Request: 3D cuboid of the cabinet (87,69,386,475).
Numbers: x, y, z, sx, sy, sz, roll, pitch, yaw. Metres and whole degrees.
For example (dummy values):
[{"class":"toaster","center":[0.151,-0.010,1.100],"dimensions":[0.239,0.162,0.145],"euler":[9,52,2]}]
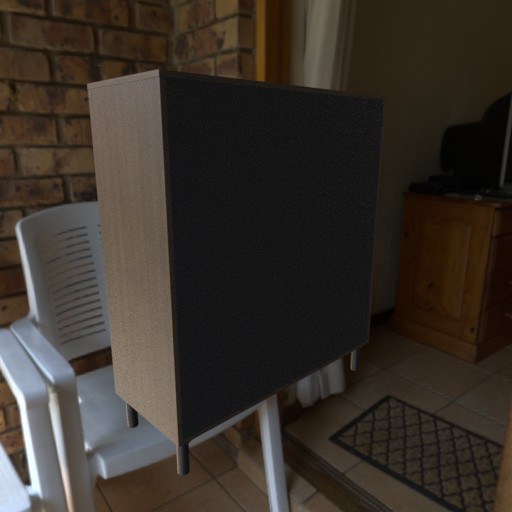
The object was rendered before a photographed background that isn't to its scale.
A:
[{"class":"cabinet","center":[0.000,0.000,1.667],"dimensions":[1.010,1.170,0.400],"euler":[-14,20,-42]}]
